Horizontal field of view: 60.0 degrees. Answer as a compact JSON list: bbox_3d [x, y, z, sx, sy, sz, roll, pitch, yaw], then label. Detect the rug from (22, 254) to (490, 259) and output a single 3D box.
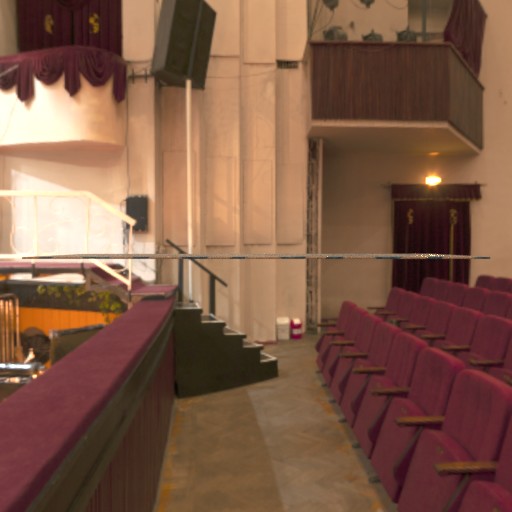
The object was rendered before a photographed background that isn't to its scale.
[{"bbox_3d":[0.000,0.000,1.658,1.492,0.007,0.503,0,1,0],"label":"rug"}]
